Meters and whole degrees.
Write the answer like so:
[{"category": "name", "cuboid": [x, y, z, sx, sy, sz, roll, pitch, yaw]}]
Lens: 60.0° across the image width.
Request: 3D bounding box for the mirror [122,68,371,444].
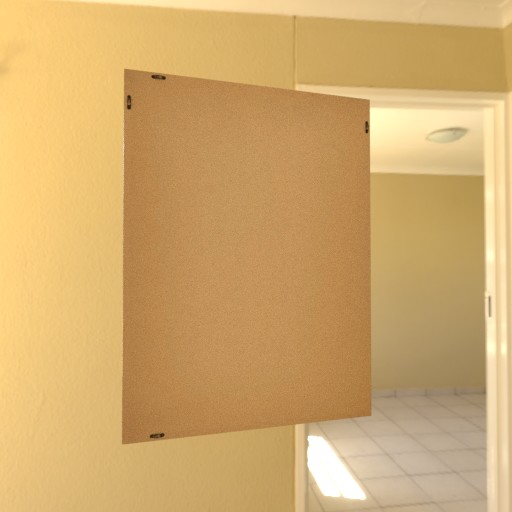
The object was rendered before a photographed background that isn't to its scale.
[{"category": "mirror", "cuboid": [0.000, 0.000, 1.326, 0.762, 1.016, 0.041, 0, -1, -17]}]
